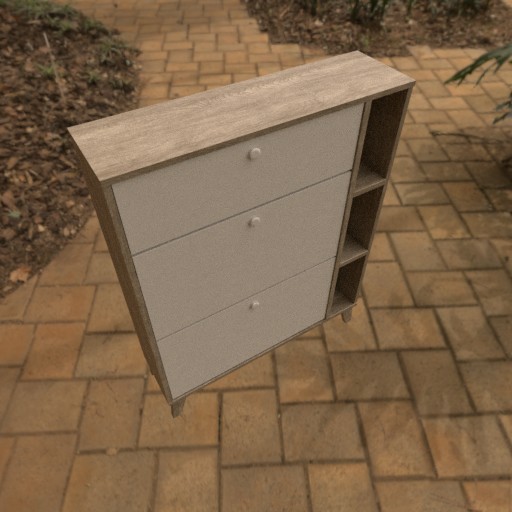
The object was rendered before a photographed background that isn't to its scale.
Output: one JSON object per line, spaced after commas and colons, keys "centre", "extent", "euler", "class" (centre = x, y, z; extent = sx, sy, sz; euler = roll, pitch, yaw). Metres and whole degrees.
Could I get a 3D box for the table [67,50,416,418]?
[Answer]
{"centre": [0.000, 0.000, 1.553], "extent": [0.902, 1.135, 0.256], "euler": [-24, 50, -21], "class": "table"}
